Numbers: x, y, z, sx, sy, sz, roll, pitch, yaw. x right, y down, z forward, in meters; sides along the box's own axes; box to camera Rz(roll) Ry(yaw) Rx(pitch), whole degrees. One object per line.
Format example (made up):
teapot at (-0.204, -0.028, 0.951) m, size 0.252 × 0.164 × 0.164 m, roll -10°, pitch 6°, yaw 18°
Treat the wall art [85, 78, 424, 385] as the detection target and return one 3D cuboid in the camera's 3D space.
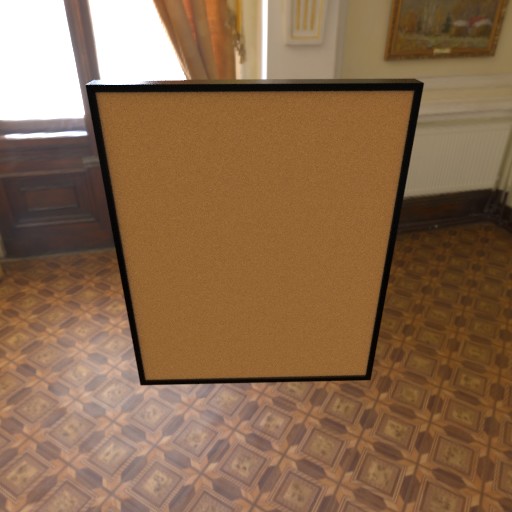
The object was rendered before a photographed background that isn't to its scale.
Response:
wall art at (0.000, 0.000, 0.745) m, size 0.451 × 0.553 × 0.039 m, roll -1°, pitch 30°, yaw -1°
